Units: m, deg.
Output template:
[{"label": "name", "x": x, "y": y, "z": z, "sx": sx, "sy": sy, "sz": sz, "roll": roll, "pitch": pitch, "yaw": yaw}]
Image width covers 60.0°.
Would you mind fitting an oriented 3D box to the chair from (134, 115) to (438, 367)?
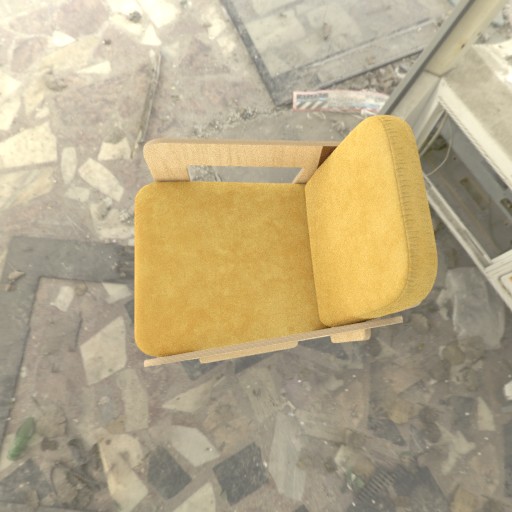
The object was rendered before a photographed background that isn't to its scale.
[{"label": "chair", "x": 0.000, "y": 0.000, "z": 1.277, "sx": 0.710, "sy": 0.800, "sz": 0.590, "roll": -4, "pitch": 74, "yaw": -1}]
